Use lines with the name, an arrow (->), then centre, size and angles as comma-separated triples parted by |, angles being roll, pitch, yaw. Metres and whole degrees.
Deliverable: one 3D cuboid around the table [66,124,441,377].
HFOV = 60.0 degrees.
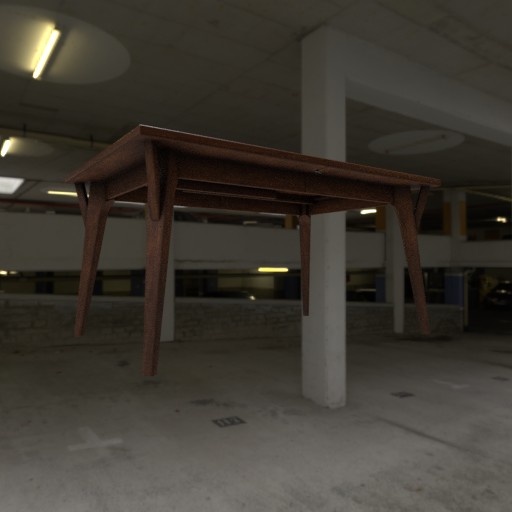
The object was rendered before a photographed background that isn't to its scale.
table -> 0.000, 0.000, 2.140 | 1.524, 0.761, 0.990 | 1, -1, -35
